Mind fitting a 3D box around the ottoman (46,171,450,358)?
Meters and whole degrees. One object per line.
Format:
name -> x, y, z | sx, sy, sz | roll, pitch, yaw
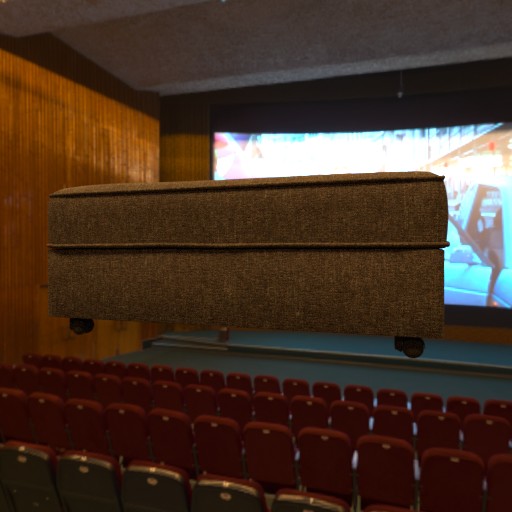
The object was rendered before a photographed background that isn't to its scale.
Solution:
ottoman -> 0.000, 0.000, 1.543 | 1.184, 0.487, 0.717 | 0, 1, 18
